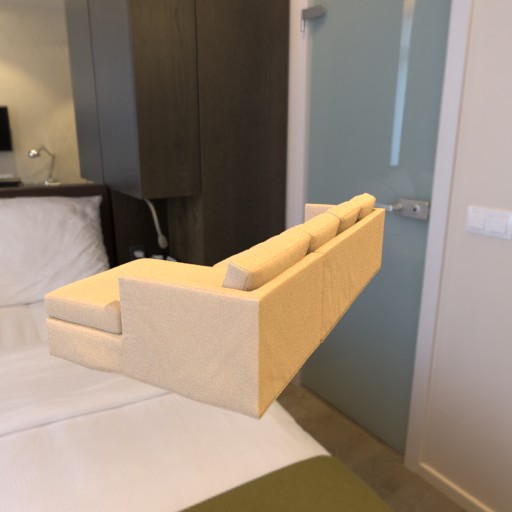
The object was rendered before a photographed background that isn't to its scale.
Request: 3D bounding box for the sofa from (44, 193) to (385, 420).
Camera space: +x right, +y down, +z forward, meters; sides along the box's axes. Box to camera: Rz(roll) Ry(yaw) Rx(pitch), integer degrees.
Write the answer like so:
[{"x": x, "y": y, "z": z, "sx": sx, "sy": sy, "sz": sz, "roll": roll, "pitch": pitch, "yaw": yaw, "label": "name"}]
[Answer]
[{"x": 0.000, "y": 0.000, "z": 3.938, "sx": 1.622, "sy": 0.871, "sz": 3.206, "roll": 7, "pitch": 17, "yaw": 25, "label": "sofa"}]
